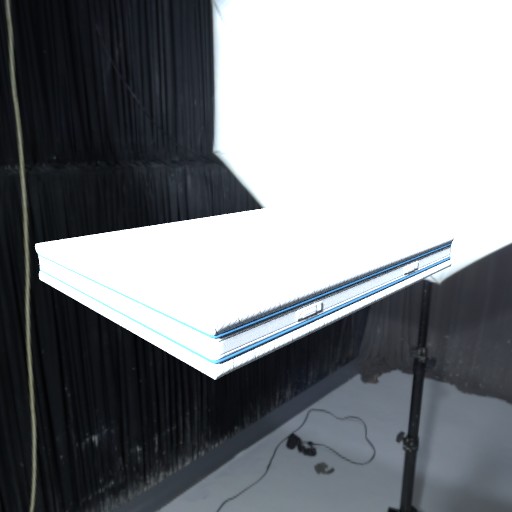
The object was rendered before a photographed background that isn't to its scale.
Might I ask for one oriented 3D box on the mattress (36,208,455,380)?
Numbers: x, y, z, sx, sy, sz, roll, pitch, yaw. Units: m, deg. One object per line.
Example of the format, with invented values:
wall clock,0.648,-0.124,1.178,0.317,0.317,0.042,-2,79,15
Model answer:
mattress,0.000,0.000,2.713,1.600,0.230,2.000,14,20,43
